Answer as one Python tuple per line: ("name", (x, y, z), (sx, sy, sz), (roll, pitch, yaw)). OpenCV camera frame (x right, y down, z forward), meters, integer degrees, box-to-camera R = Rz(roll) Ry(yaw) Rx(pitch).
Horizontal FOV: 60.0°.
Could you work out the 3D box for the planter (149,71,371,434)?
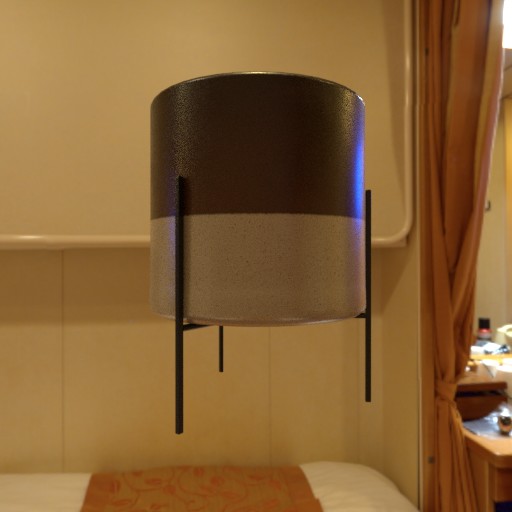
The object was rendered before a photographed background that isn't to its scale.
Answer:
("planter", (0.000, 0.000, 0.721), (0.345, 0.465, 0.354), (0, 0, 36))
